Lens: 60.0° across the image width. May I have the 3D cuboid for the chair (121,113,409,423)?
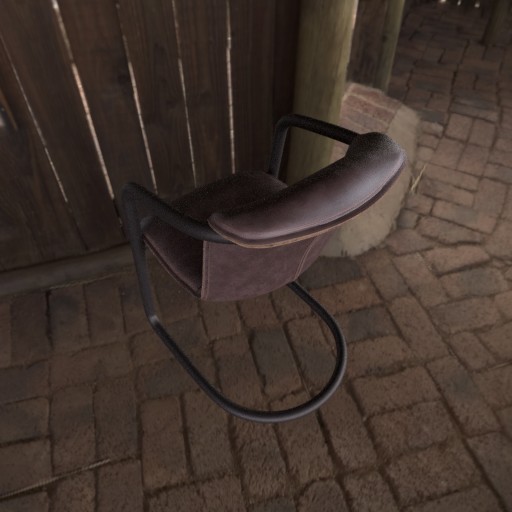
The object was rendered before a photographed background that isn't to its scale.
[{"bbox_3d":[0.000,0.000,1.261,0.536,0.836,0.664,-31,54,-26],"label":"chair"}]
